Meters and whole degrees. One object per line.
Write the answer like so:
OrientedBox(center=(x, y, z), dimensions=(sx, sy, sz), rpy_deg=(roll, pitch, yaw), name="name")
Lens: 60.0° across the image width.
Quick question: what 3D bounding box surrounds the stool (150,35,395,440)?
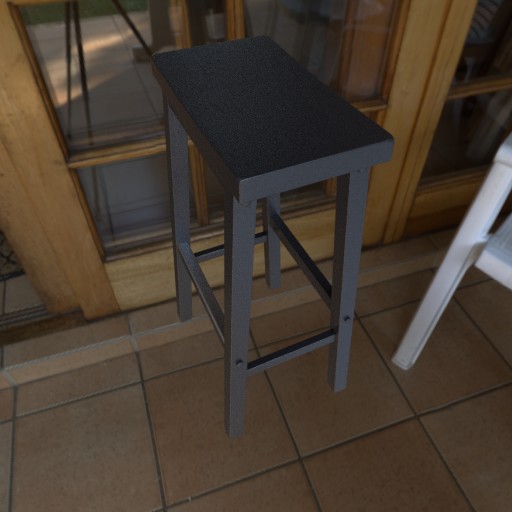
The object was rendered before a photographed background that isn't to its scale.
OrientedBox(center=(0.000, 0.000, 0.955), dimensions=(0.322, 0.742, 0.406), rpy_deg=(-18, 49, -17), name="stool")
